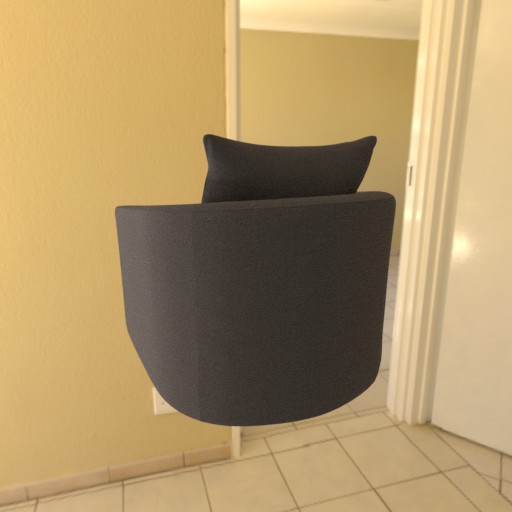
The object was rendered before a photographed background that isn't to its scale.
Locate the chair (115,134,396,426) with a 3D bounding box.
[{"bbox_3d":[0.000,0.000,1.602,0.845,0.848,0.910,-7,17,-25],"label":"chair"}]
